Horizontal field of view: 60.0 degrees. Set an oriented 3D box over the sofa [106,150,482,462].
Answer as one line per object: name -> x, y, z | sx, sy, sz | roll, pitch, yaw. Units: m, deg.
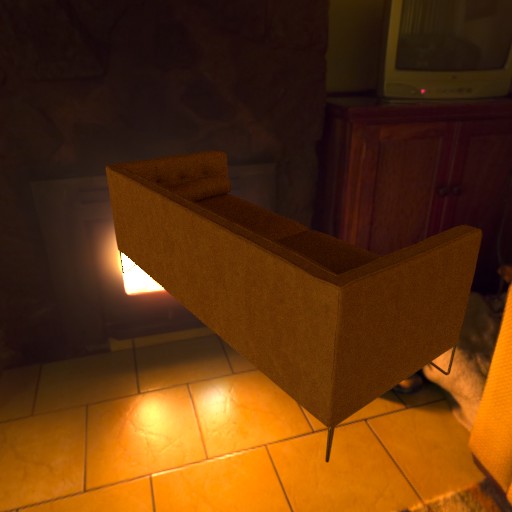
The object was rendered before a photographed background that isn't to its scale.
sofa -> 0.000, 0.000, 2.542 | 0.912, 0.798, 2.079 | -18, 30, -33
